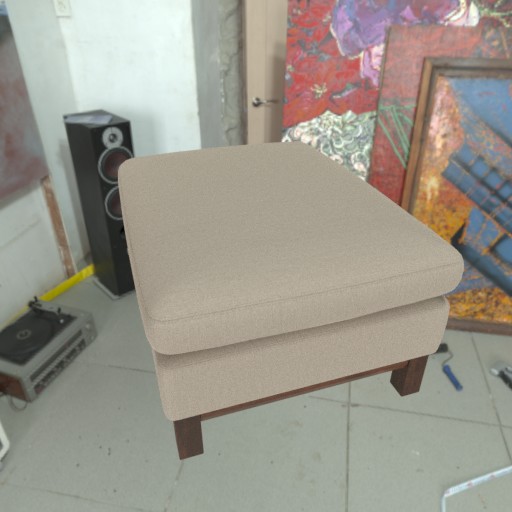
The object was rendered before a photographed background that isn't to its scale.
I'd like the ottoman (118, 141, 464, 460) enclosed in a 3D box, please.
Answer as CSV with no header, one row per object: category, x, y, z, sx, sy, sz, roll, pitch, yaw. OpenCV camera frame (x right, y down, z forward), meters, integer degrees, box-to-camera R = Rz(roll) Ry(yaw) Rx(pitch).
ottoman,0.000,0.000,1.117,0.606,0.420,0.771,-10,32,-16
